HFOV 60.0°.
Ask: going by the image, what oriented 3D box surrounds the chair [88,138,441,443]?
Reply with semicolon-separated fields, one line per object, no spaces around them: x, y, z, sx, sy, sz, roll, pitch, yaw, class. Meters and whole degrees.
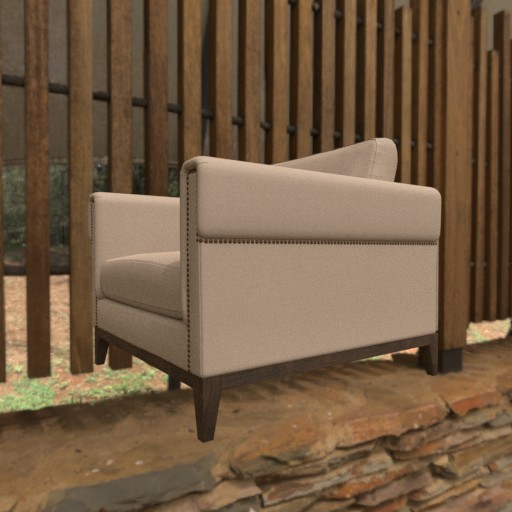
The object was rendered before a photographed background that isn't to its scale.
0.000;0.000;1.631;0.959;0.838;0.914;-1;1;-36;chair
